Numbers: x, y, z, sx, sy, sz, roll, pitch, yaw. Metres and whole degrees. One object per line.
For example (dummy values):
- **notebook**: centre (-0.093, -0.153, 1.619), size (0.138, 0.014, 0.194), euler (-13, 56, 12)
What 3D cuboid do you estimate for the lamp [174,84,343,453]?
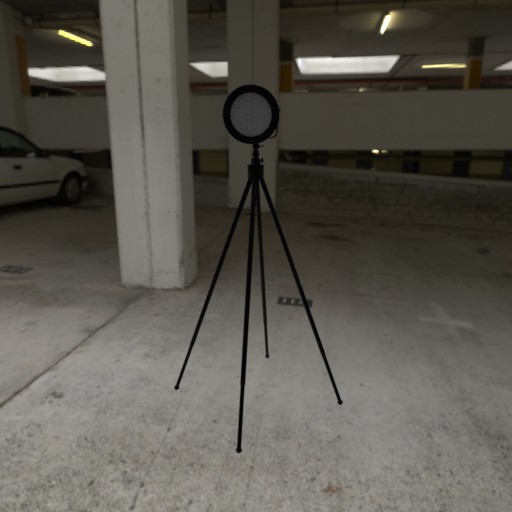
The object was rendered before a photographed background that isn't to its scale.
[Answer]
- **lamp**: centre (0.000, 0.000, 2.099), size (0.879, 1.504, 0.884), euler (2, 15, 9)
